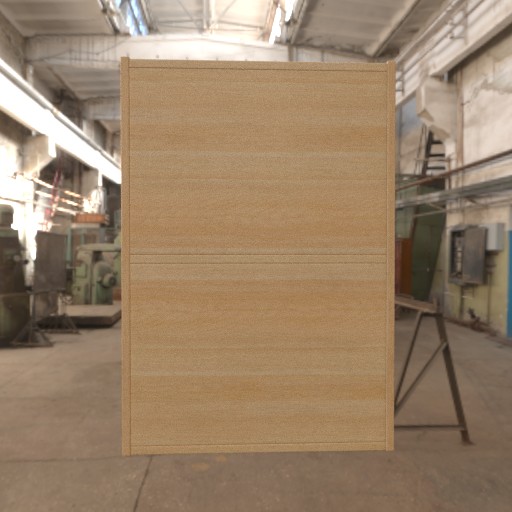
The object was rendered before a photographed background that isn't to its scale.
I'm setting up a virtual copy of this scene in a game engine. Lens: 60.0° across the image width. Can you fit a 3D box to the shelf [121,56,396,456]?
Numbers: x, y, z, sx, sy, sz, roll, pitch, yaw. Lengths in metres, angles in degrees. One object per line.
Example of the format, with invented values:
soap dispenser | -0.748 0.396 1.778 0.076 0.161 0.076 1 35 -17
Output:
shelf | 0.000 0.000 0.809 0.414 0.592 0.290 0 1 -2
